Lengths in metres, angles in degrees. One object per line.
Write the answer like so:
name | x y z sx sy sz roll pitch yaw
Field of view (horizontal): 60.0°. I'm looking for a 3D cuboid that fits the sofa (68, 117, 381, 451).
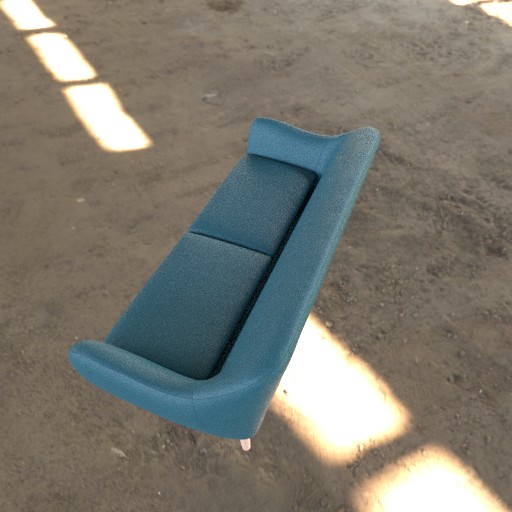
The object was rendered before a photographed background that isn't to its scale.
sofa | 0.000 0.000 2.244 0.820 0.836 1.840 17 50 15
